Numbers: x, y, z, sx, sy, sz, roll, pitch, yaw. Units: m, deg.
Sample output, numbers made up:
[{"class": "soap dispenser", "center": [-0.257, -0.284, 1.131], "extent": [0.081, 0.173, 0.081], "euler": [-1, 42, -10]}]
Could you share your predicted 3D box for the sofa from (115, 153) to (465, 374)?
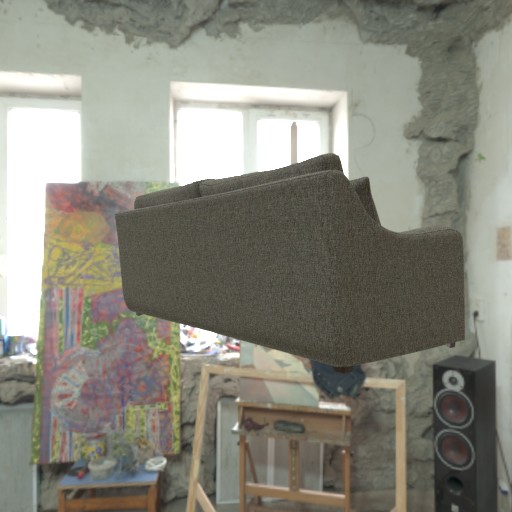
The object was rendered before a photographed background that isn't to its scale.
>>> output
[{"class": "sofa", "center": [0.000, 0.000, 3.006], "extent": [1.103, 0.998, 2.418], "euler": [0, 0, -37]}]
